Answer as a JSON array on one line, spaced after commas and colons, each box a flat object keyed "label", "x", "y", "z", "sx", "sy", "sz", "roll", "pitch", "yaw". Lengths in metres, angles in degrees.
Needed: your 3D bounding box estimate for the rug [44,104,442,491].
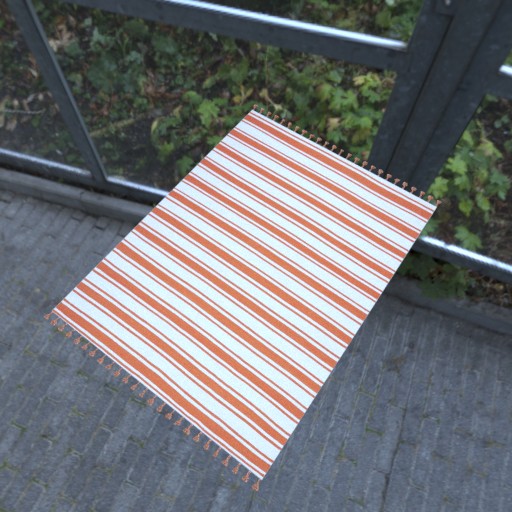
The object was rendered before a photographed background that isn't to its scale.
[{"label": "rug", "x": 0.000, "y": 0.000, "z": 4.421, "sx": 2.451, "sy": 0.035, "sz": 3.369, "roll": 33, "pitch": 67, "yaw": 16}]
